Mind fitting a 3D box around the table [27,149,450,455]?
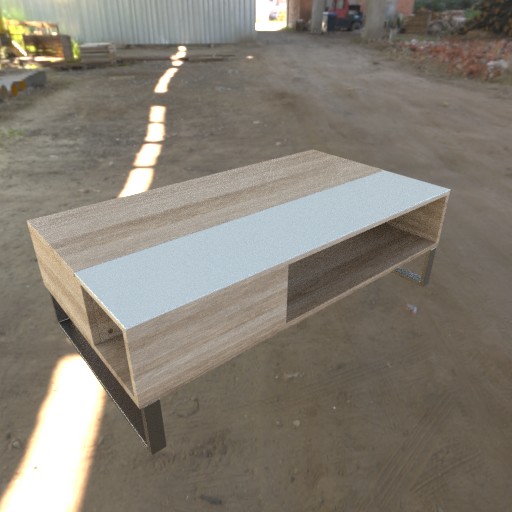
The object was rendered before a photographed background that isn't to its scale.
[{"bbox_3d":[0.000,0.000,1.378,1.100,0.350,0.600,-22,36,-34],"label":"table"}]
